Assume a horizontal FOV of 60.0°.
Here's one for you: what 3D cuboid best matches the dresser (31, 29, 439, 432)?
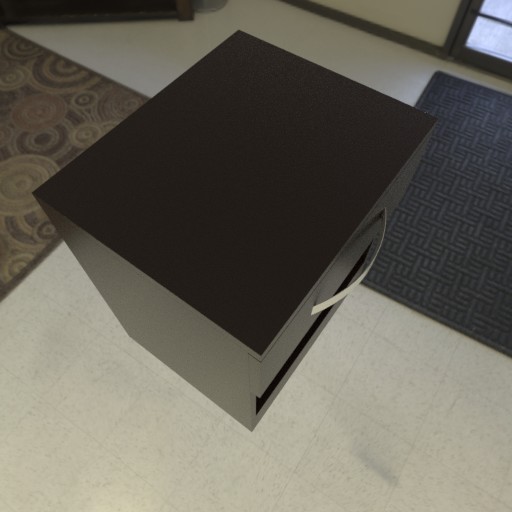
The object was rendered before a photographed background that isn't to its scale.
[{"bbox_3d":[0.000,0.000,0.749,0.360,0.470,0.400,32,64,18],"label":"dresser"}]
